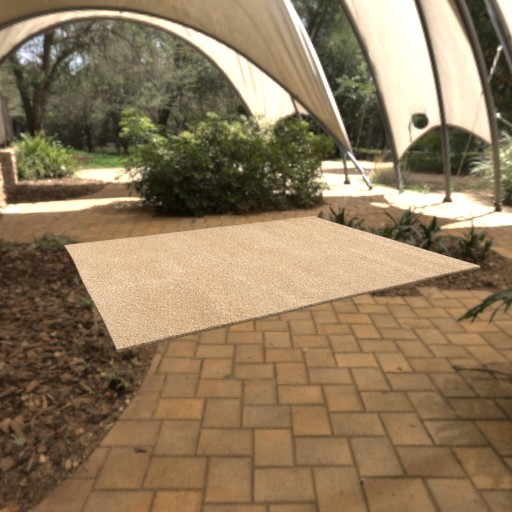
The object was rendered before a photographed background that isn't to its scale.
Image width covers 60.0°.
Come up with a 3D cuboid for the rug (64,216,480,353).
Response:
[{"bbox_3d":[0.000,0.000,4.054,3.000,0.025,2.400,-9,19,-27],"label":"rug"}]
